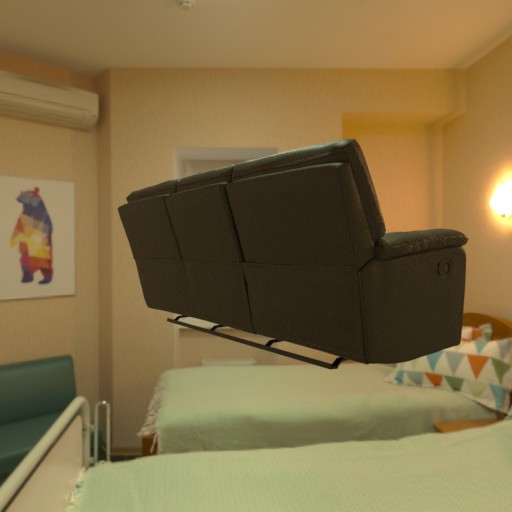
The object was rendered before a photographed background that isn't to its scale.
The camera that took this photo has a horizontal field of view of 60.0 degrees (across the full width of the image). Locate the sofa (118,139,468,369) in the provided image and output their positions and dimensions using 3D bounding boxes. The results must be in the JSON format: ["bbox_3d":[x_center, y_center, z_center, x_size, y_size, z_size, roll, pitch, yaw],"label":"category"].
[{"bbox_3d":[0.000,0.000,3.161,1.104,1.134,2.627,-1,1,-37],"label":"sofa"}]
